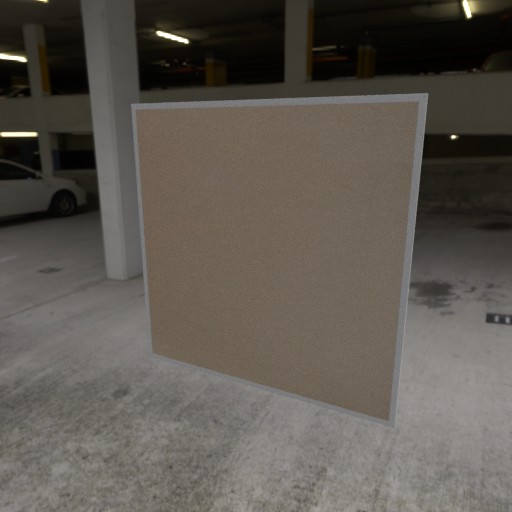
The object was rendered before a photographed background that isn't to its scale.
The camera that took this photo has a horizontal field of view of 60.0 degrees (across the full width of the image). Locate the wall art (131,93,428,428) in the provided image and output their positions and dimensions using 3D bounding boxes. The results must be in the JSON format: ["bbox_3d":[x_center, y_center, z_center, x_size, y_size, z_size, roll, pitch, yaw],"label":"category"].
[{"bbox_3d":[0.000,0.000,0.684,0.456,0.456,0.007,8,18,27],"label":"wall art"}]
